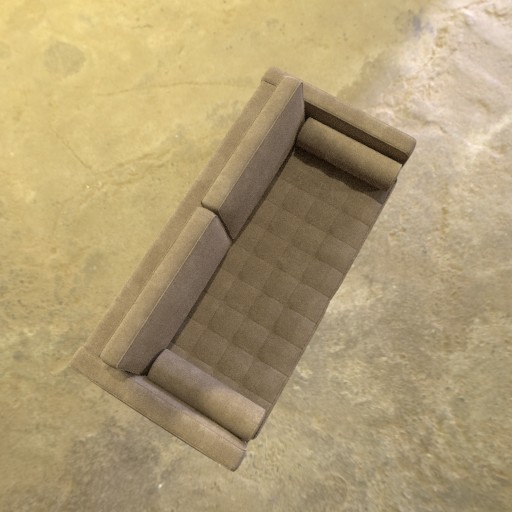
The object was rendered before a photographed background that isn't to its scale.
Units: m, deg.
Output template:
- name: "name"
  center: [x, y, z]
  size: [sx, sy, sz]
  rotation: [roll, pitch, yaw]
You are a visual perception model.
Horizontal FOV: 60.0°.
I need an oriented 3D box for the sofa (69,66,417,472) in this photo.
- name: "sofa"
  center: [0.000, 0.000, 2.327]
  size: [0.920, 0.769, 1.883]
  rotation: [30, 77, 7]
